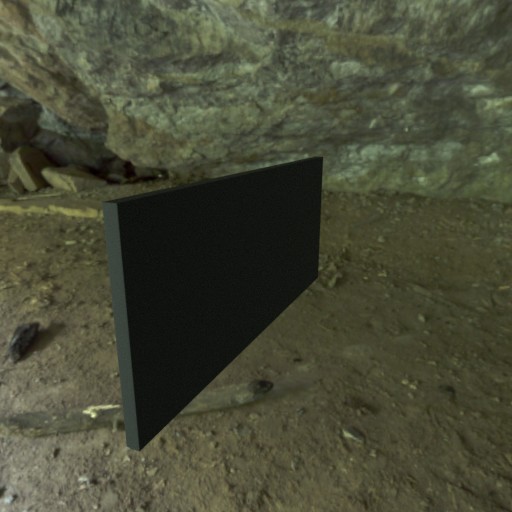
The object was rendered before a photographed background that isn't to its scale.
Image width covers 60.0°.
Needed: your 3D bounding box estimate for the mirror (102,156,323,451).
[{"bbox_3d":[0.000,0.000,1.815,0.047,0.692,1.584,8,19,24],"label":"mirror"}]
